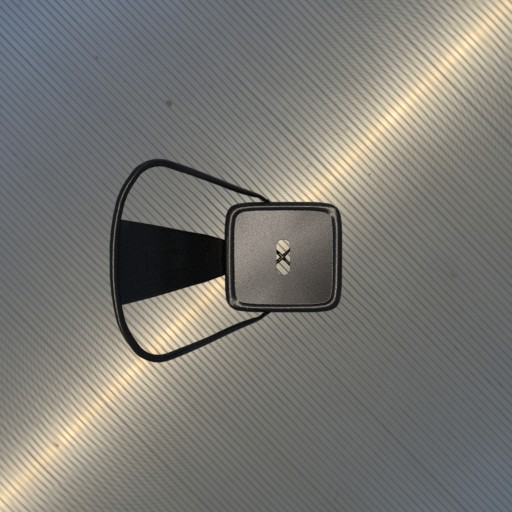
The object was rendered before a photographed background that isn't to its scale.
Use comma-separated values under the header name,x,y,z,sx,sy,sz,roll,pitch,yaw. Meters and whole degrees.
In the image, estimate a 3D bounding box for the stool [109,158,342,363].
name,x,y,z,sx,sy,sz,roll,pitch,yaw
stool,0.000,0.000,1.340,0.513,1.096,0.399,0,91,1
